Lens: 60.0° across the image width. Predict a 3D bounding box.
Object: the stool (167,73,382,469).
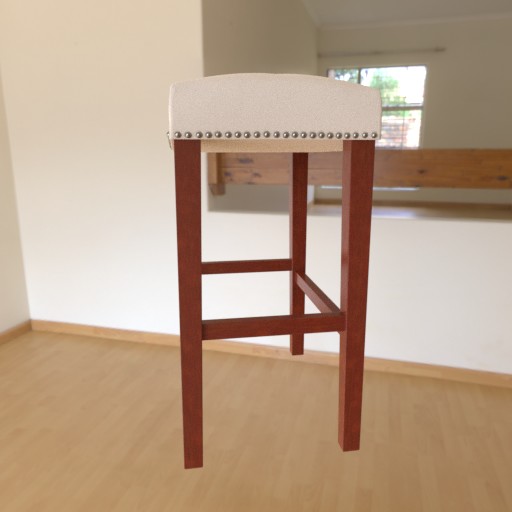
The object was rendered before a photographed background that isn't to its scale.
[{"bbox_3d":[0.000,0.000,1.044,0.372,0.742,0.504,-2,14,-9],"label":"stool"}]
